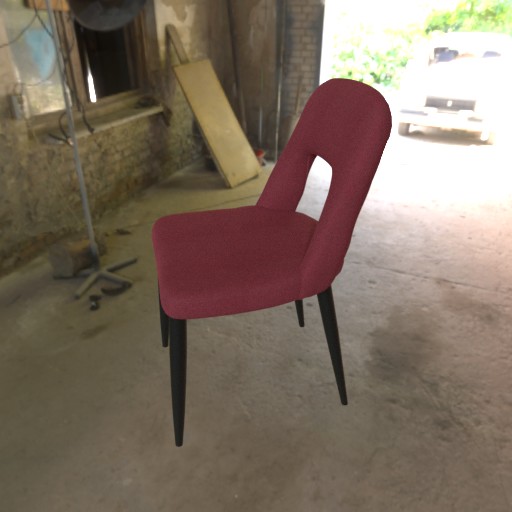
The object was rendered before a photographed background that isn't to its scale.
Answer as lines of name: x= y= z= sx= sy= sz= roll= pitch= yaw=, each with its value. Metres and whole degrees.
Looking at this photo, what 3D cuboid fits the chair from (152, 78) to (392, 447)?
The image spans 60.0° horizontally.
chair: x=0.000 y=0.000 z=1.232 sx=0.569 sy=0.892 sz=0.483 roll=-8 pitch=31 yaw=-13
